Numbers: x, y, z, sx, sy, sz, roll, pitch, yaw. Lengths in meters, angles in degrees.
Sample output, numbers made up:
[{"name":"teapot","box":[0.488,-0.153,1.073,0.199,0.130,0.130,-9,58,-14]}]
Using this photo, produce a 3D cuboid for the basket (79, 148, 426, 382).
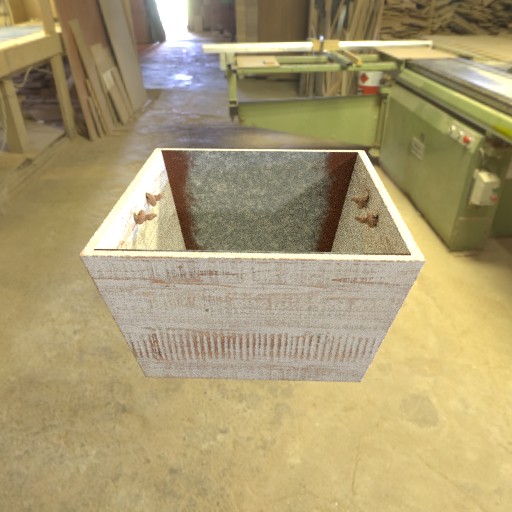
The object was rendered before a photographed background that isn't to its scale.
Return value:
[{"name":"basket","box":[0.000,0.000,0.766,0.545,0.247,0.413,1,31,2]}]
